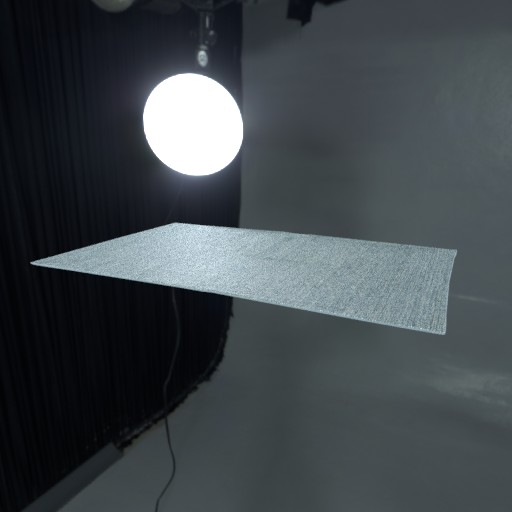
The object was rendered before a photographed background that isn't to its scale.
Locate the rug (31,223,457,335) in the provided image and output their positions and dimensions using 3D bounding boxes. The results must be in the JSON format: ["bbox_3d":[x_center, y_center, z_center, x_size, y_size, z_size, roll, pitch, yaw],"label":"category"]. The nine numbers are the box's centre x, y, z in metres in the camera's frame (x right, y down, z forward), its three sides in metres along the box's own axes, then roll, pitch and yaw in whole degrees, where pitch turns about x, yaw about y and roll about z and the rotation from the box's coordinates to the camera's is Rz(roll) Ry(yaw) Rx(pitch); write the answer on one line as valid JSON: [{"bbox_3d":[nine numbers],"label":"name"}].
[{"bbox_3d":[0.000,0.000,2.254,1.853,0.022,1.174,7,16,25],"label":"rug"}]
